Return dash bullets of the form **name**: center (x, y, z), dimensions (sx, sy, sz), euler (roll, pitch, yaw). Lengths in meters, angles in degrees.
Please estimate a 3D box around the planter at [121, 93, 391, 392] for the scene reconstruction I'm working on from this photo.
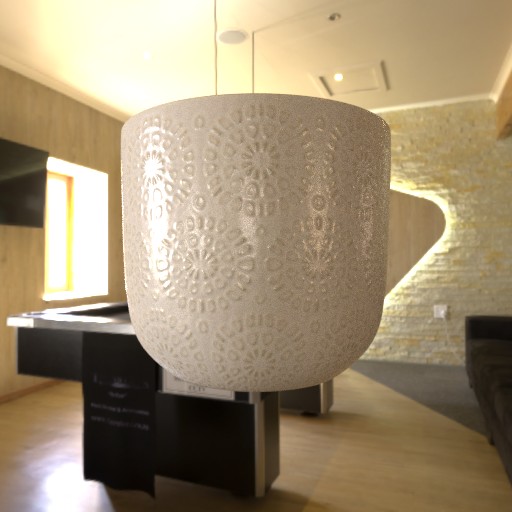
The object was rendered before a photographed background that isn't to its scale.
- **planter**: center (0.000, 0.000, 0.291), dimensions (0.170, 0.152, 0.170), euler (0, -1, 0)
